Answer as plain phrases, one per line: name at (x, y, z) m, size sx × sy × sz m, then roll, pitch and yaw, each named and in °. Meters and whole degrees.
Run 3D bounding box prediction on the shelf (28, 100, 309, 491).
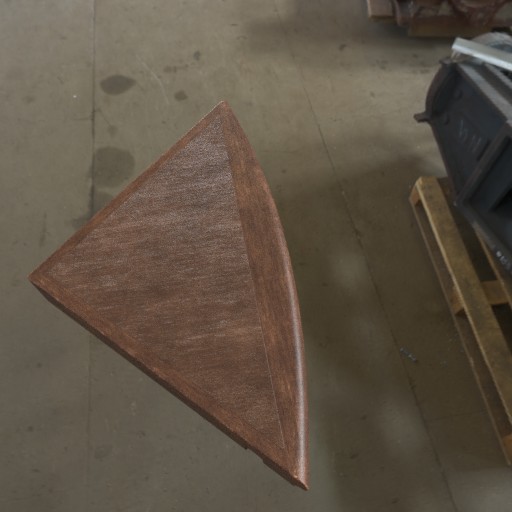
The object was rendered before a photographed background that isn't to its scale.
shelf at (0.000, 0.000, 0.456) m, size 0.310 × 0.050 × 0.310 m, roll 31°, pitch 64°, yaw 17°
